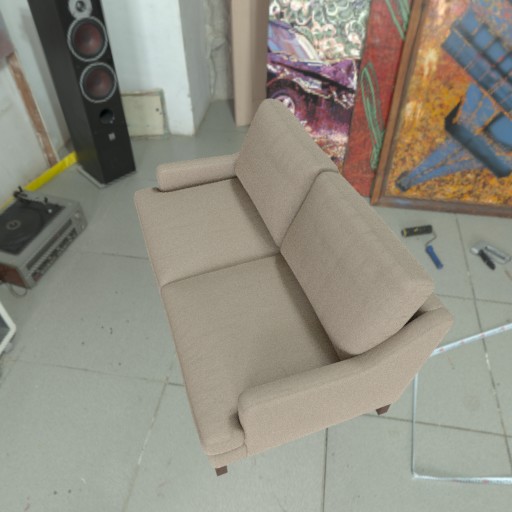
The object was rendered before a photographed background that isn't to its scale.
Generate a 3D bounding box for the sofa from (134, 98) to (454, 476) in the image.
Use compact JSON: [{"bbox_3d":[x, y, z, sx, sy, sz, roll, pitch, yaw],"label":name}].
[{"bbox_3d":[0.000,0.000,2.210,1.004,0.910,1.619,-15,48,-14],"label":"sofa"}]
